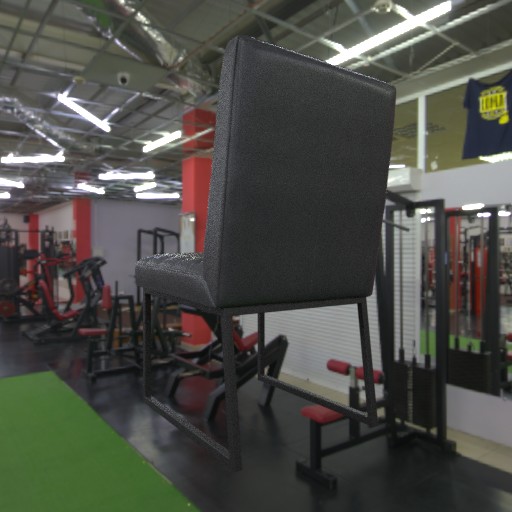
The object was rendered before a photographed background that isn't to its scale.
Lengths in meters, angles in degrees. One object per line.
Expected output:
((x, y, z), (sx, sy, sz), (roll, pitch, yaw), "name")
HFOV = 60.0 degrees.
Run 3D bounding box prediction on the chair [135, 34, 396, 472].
((0.000, 0.000, 1.293), (0.520, 0.930, 0.634), (0, 0, -34), "chair")
